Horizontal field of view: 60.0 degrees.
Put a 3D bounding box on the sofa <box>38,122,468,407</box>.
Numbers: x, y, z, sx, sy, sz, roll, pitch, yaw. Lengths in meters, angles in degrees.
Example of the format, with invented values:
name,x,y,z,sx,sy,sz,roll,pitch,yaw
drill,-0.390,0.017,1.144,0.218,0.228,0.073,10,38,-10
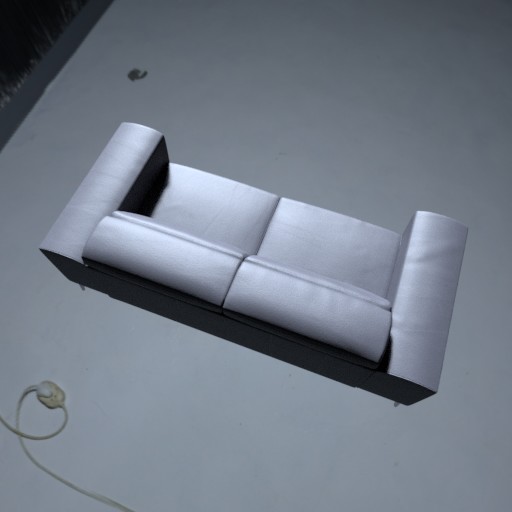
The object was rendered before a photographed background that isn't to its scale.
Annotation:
name,x,y,z,sx,sy,sz,roll,pitch,yaw
sofa,0.000,0.000,2.797,2.330,0.814,1.048,19,65,9
